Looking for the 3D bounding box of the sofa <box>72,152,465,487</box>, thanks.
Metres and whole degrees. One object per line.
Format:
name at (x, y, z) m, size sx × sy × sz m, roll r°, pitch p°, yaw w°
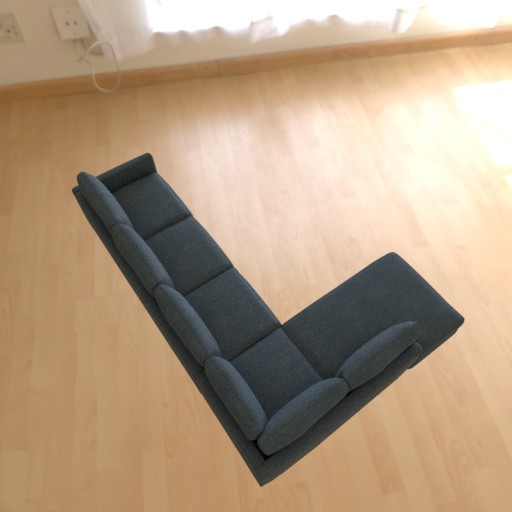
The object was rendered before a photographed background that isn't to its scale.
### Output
sofa at (0.000, 0.000, 3.815) m, size 2.007 × 0.815 × 2.949 m, roll -32°, pitch 63°, yaw -18°
